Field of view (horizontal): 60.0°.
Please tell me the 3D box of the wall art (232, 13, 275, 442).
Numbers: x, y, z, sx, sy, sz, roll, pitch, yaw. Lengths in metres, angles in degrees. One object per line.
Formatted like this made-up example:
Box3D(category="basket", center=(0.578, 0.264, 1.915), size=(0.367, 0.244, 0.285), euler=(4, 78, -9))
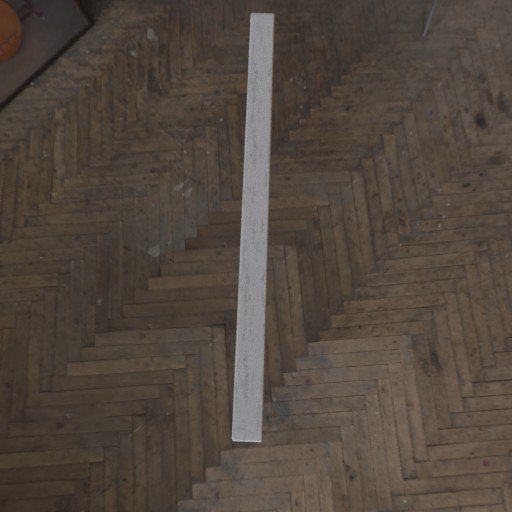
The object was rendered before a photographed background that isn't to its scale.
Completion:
Box3D(category="wall art", center=(0.000, 0.000, 1.888), size=(0.078, 1.288, 1.287), euler=(2, 76, 0))
